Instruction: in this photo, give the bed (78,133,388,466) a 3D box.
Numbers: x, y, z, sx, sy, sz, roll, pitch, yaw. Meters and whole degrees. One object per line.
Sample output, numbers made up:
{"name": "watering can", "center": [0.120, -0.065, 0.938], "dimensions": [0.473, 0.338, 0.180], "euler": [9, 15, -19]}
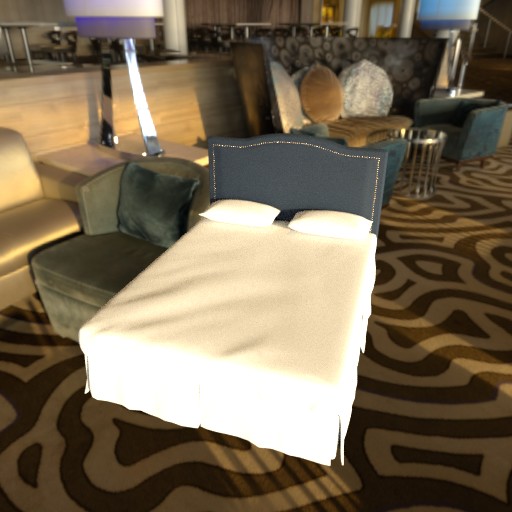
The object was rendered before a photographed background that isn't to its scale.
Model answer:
{"name": "bed", "center": [0.000, 0.000, 3.469], "dimensions": [1.821, 1.436, 2.282], "euler": [9, 29, 16]}
